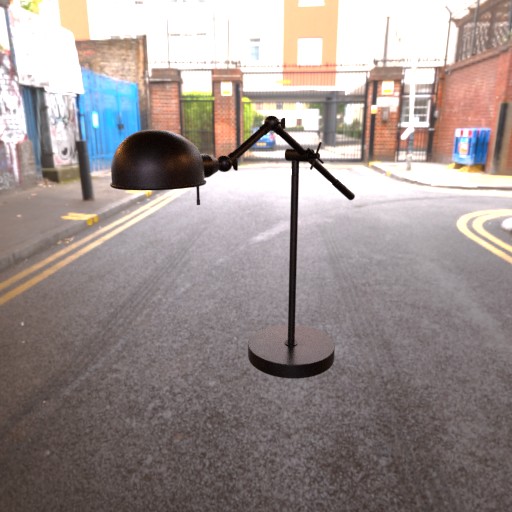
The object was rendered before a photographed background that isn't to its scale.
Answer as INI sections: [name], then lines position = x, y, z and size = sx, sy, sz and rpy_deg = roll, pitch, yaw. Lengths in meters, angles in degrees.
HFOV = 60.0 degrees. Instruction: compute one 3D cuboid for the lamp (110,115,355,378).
[lamp]
position = 0.000, 0.000, 0.818
size = 0.185, 0.495, 0.567
rpy_deg = 15, 21, 42
